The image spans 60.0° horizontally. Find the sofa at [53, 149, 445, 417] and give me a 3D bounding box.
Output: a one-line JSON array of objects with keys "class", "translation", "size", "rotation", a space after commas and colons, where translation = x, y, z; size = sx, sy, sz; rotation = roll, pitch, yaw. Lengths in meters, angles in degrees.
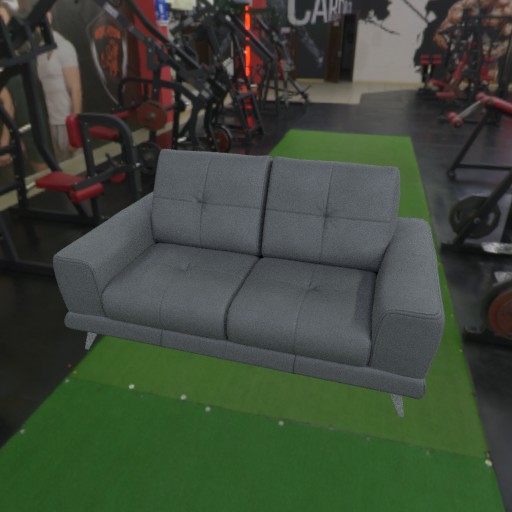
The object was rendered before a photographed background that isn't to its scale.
[{"class": "sofa", "translation": [0.000, 0.000, 2.343], "size": [1.806, 0.907, 1.018], "rotation": [8, 28, 15]}]
